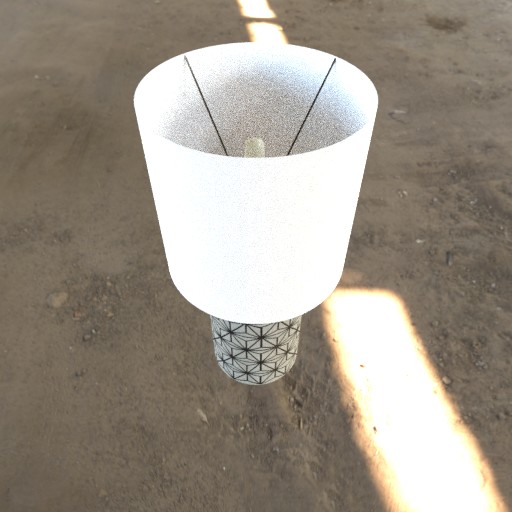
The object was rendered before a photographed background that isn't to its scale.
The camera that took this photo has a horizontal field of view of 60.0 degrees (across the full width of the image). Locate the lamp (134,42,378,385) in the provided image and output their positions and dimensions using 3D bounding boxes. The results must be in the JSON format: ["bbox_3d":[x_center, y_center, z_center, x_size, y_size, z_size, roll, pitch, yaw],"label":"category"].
[{"bbox_3d":[0.000,0.000,0.531,0.206,0.416,0.206,-33,55,-27],"label":"lamp"}]
